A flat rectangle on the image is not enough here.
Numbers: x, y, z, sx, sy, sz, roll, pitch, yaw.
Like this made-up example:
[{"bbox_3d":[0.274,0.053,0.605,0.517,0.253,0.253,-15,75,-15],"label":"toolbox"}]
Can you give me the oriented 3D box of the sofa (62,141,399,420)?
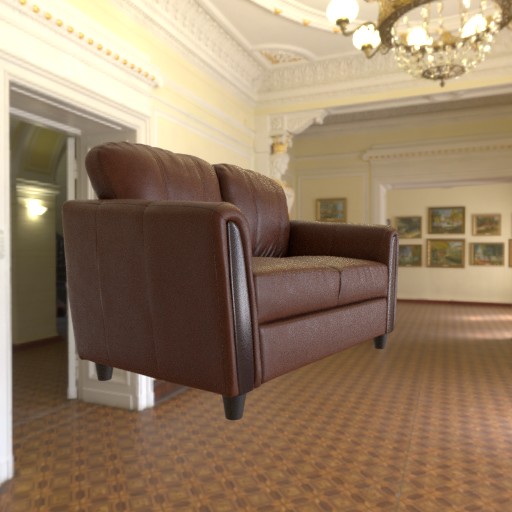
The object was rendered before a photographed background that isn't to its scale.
[{"bbox_3d":[0.000,0.000,1.914,0.805,0.906,1.406,0,0,36],"label":"sofa"}]
